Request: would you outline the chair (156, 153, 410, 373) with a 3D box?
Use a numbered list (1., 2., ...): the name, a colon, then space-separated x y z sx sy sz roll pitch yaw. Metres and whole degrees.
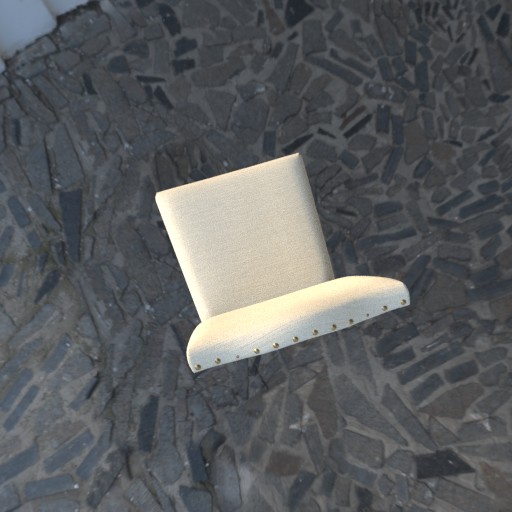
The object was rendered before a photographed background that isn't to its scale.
1. chair: 0.000 0.000 1.352 0.508 1.015 0.619 -17 75 -5
